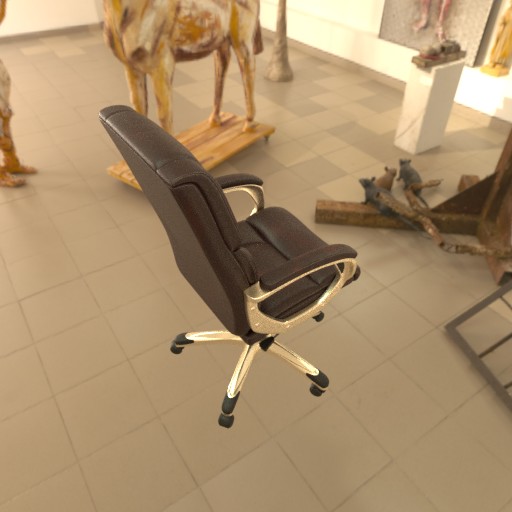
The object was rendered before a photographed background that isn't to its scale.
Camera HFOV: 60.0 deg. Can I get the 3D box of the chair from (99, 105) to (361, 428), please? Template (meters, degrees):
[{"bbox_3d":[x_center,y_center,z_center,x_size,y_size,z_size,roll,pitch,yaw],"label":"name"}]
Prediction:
[{"bbox_3d":[0.000,0.000,1.553,0.739,1.107,0.662,-24,46,-25],"label":"chair"}]
